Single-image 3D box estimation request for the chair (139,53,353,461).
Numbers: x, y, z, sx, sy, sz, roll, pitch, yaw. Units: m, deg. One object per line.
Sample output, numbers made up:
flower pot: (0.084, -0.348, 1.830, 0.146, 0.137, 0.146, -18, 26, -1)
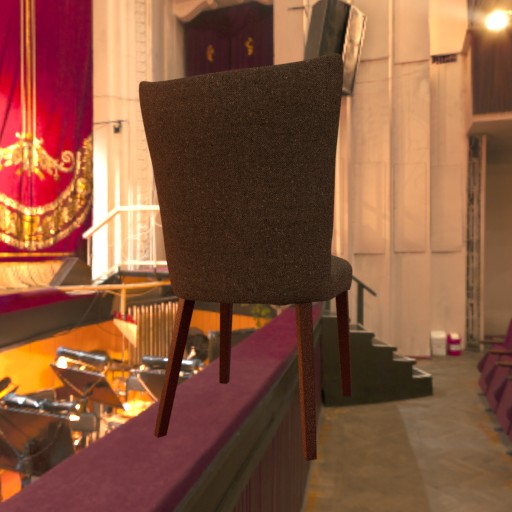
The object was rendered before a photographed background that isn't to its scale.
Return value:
chair: (0.000, 0.000, 1.260, 0.535, 0.924, 0.623, 0, 0, 19)
